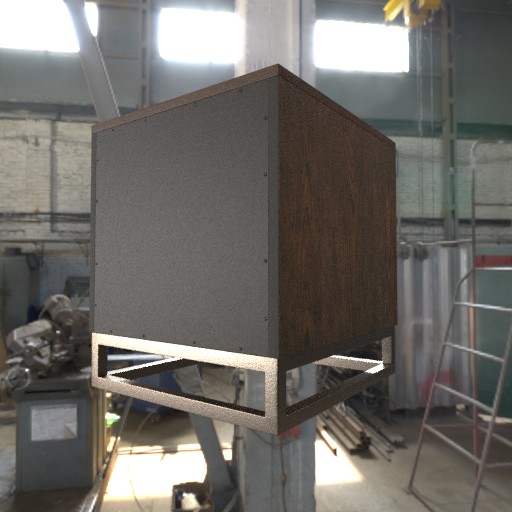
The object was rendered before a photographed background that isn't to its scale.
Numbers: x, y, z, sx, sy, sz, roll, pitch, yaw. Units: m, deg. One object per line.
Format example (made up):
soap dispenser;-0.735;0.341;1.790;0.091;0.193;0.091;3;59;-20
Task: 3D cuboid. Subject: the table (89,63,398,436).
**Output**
table;0.000;0.000;1.064;0.506;0.582;0.566;-1;-2;37
